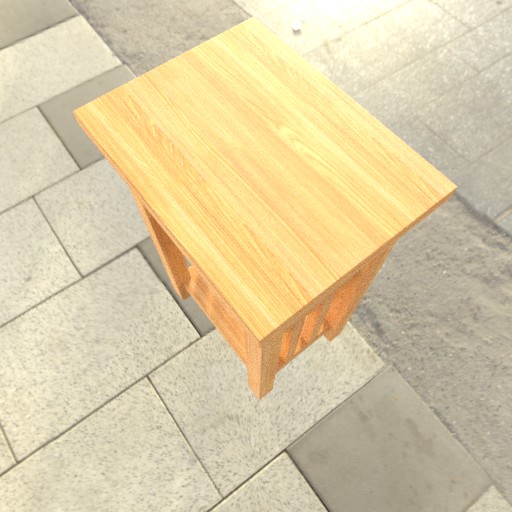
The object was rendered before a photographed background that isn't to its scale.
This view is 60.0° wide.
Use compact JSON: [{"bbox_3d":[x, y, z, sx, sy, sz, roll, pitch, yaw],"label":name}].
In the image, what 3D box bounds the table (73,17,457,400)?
[{"bbox_3d":[0.000,0.000,0.740,0.270,0.550,0.350,-36,69,-16],"label":"table"}]
